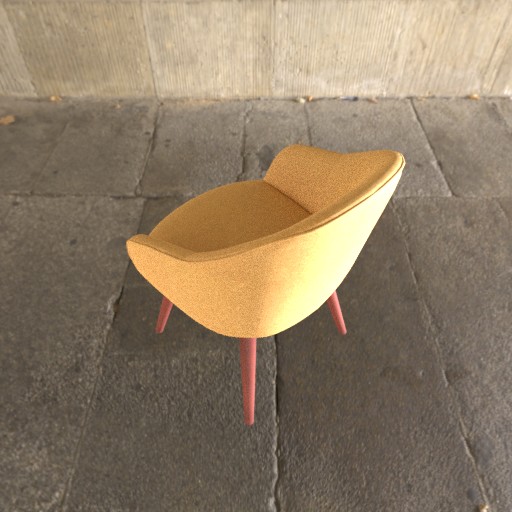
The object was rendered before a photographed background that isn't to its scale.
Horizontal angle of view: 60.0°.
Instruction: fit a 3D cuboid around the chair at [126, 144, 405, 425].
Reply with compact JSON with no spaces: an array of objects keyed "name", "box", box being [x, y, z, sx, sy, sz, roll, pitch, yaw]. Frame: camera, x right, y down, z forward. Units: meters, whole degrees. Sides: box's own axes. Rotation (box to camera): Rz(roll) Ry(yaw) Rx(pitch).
[{"name":"chair","box":[0.000,0.000,1.276,0.596,0.823,0.635,-36,56,-29]}]
